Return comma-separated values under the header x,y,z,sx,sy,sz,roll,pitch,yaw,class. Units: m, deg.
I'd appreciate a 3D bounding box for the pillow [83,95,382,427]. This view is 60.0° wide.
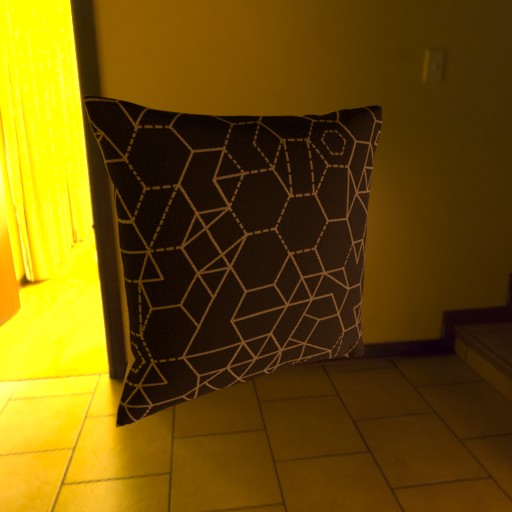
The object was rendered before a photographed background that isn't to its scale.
x,y,z,sx,sy,sz,roll,pitch,yaw,class
0.000,0.000,0.766,0.517,0.508,0.158,-9,19,-27,pillow
